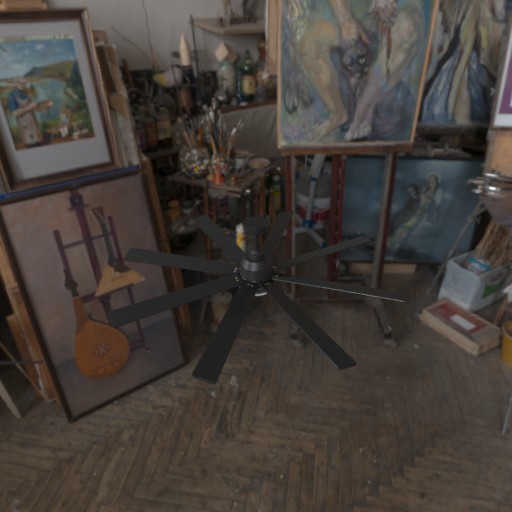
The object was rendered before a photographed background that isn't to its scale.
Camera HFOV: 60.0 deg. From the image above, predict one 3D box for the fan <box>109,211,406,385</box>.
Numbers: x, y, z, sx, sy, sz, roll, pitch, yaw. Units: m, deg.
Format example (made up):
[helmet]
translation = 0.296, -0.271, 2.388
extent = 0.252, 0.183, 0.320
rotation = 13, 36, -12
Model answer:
[fan]
translation = 0.000, 0.000, 2.751
extent = 1.830, 0.472, 1.830
rotation = 8, 33, 13
